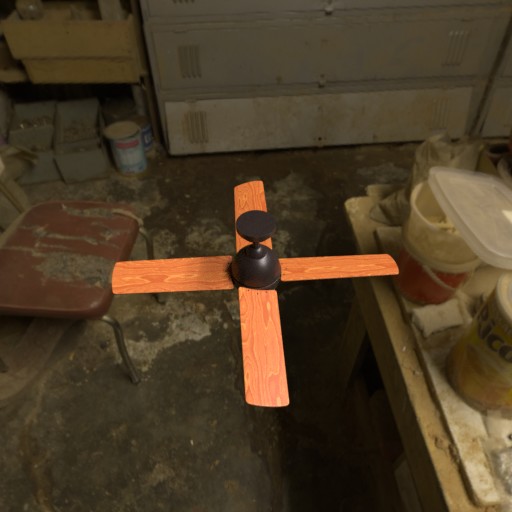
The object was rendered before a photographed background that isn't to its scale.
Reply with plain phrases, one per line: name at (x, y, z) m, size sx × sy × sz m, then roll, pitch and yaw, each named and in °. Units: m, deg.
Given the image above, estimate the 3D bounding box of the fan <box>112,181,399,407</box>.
fan at (0.000, 0.000, 2.008) m, size 1.332 × 0.403 × 1.332 m, roll -3°, pitch 47°, yaw -3°
